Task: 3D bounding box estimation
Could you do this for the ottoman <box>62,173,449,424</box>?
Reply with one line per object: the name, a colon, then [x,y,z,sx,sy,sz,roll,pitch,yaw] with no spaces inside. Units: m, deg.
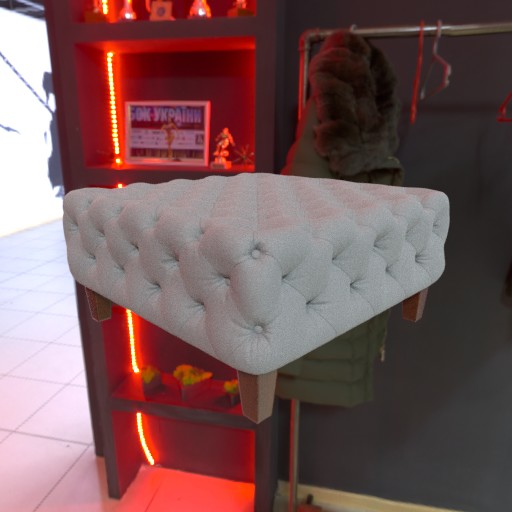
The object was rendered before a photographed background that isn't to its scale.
ottoman: [0.000,0.000,1.433,0.911,0.439,0.917,16,22,43]
